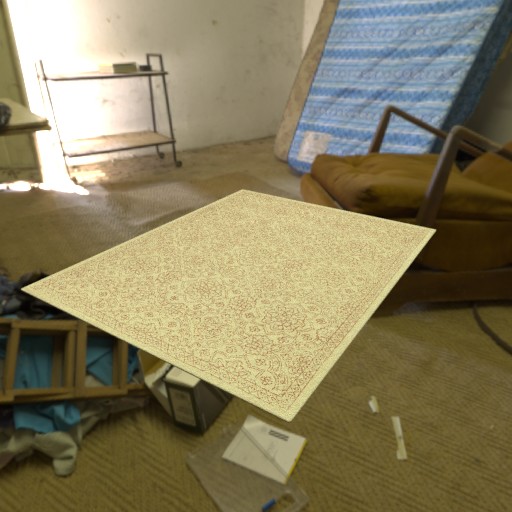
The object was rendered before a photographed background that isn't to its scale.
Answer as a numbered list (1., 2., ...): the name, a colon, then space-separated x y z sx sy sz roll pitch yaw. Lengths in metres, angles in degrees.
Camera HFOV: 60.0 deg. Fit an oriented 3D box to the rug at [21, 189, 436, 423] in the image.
1. rug: 0.000 0.000 4.031 2.441 0.015 3.050 16 31 30
